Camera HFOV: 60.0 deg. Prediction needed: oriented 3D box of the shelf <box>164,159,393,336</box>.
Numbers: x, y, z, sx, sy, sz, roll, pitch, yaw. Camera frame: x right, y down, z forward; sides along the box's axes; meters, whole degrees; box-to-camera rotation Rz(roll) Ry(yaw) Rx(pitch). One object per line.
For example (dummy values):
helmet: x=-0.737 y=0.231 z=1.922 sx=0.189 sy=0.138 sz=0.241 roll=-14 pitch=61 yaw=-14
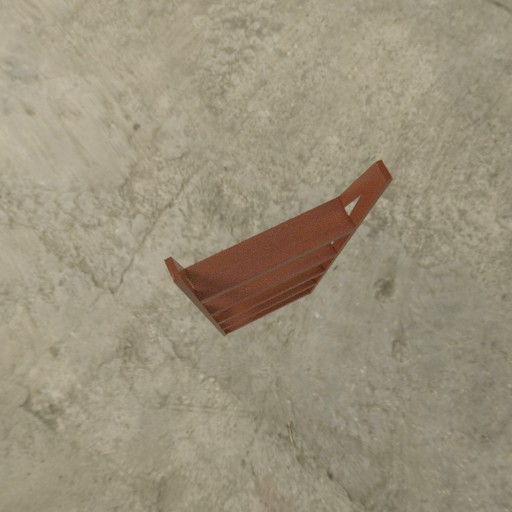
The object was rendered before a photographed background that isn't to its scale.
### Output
shelf: x=0.000 y=0.000 z=2.023 sx=0.630 sy=1.780 sz=0.356 roll=-25 pitch=77 yaw=-6
